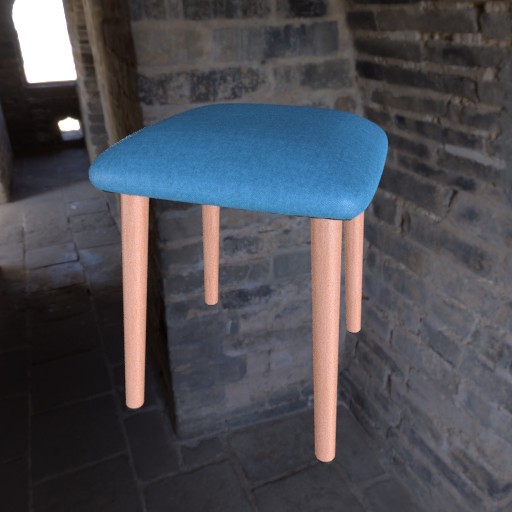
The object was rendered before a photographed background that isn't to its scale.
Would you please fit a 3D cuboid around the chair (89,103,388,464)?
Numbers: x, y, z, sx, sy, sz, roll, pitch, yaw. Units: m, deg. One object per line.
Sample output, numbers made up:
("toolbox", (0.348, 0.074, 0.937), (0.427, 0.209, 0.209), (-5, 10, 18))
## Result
("chair", (0.000, 0.000, 0.718), (0.360, 0.450, 0.360), (9, 29, 16))
